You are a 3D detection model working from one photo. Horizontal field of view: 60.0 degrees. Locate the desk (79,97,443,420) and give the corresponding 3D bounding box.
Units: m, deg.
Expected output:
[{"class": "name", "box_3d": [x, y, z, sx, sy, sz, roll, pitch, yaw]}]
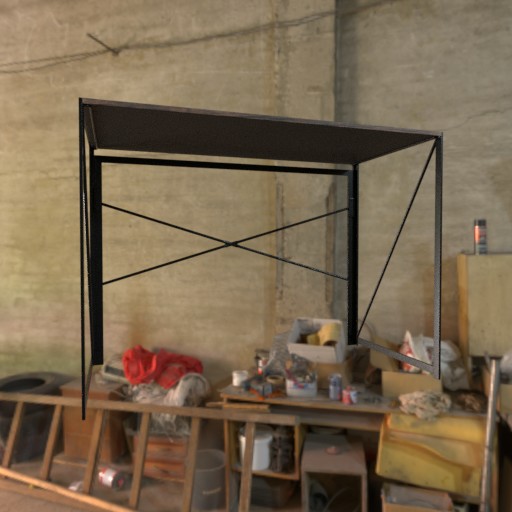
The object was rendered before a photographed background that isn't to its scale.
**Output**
[{"class": "desk", "box_3d": [0.000, 0.000, 1.418, 1.015, 0.747, 0.505, 0, 2, -18]}]
